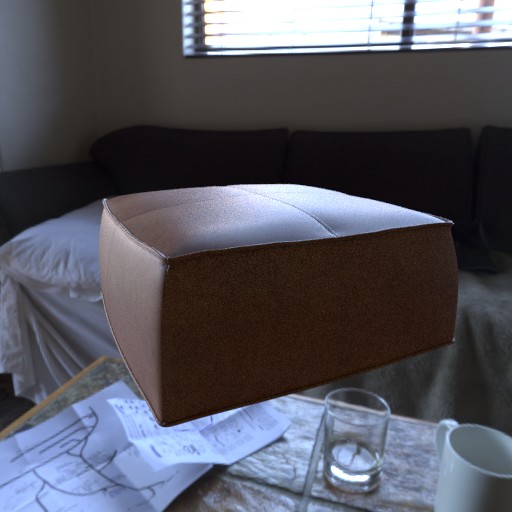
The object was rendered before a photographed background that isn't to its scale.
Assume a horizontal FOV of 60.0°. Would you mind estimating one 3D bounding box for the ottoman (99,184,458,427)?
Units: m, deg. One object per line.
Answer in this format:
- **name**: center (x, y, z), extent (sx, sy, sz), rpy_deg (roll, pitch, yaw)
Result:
- **ottoman**: center (0.000, 0.000, 1.389), extent (0.901, 0.395, 0.902), rpy_deg (-8, 18, -25)
